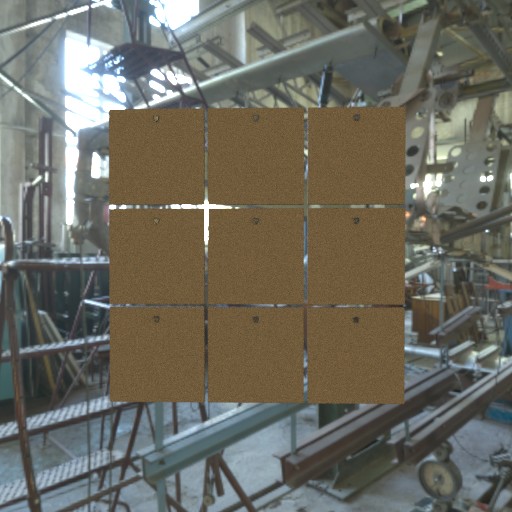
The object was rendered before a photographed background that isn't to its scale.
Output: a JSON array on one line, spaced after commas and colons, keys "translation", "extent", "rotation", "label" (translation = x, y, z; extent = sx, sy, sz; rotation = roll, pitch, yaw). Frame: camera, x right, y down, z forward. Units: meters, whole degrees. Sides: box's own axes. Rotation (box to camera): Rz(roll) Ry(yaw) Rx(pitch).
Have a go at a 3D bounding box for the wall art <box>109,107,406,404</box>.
[{"translation": [0.000, 0.000, 1.834], "extent": [1.221, 1.218, 0.024], "rotation": [0, 1, 1], "label": "wall art"}]
